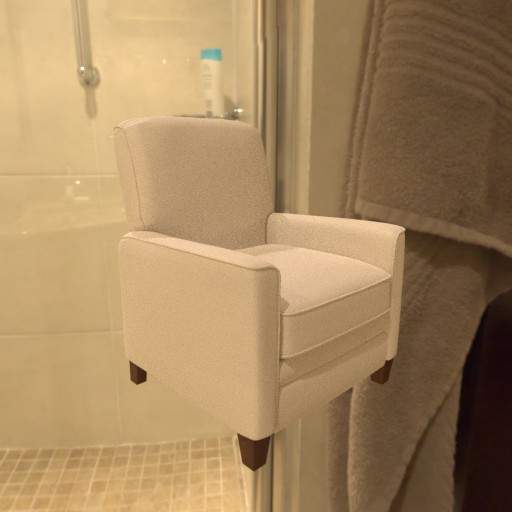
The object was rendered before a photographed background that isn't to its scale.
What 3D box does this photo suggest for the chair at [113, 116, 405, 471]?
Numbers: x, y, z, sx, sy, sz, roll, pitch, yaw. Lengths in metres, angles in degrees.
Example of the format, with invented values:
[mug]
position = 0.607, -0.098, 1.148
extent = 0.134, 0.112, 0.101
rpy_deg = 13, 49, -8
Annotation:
[chair]
position = 0.000, 0.000, 1.672
extent = 0.841, 1.028, 0.858
rpy_deg = -13, 19, -42
